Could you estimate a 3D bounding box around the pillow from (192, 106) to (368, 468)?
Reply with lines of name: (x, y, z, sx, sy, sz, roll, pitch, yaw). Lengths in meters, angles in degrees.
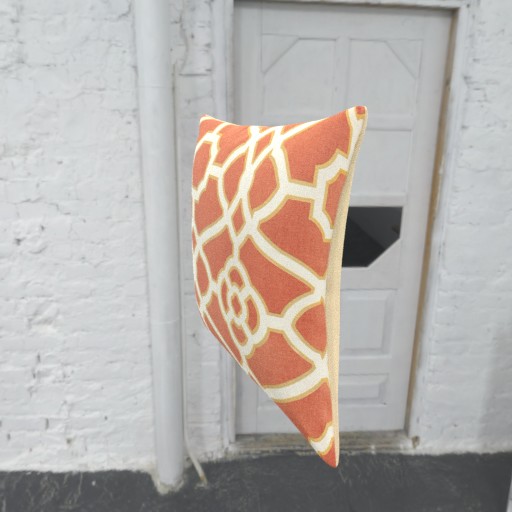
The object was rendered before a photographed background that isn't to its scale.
pillow: (0.000, 0.000, 0.818, 0.166, 0.508, 0.552, -8, 18, -25)
